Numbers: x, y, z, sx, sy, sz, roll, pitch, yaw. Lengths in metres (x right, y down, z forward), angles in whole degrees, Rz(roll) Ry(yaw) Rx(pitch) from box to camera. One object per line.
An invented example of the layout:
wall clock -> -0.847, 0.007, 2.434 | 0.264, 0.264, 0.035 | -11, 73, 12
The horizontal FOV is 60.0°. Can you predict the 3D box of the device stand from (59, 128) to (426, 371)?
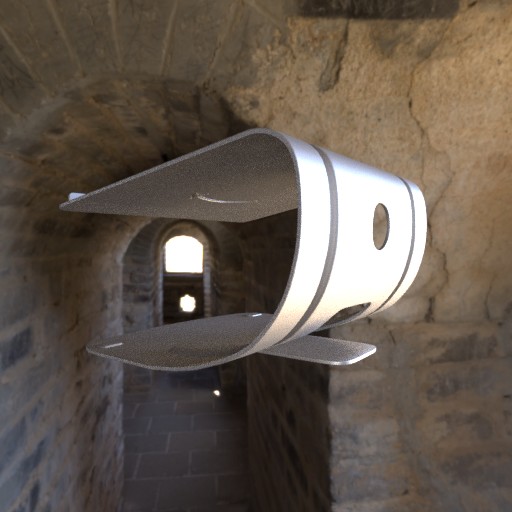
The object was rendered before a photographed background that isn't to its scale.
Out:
device stand -> 0.000, 0.000, 0.405 | 0.236, 0.155, 0.256 | 1, 2, 37
